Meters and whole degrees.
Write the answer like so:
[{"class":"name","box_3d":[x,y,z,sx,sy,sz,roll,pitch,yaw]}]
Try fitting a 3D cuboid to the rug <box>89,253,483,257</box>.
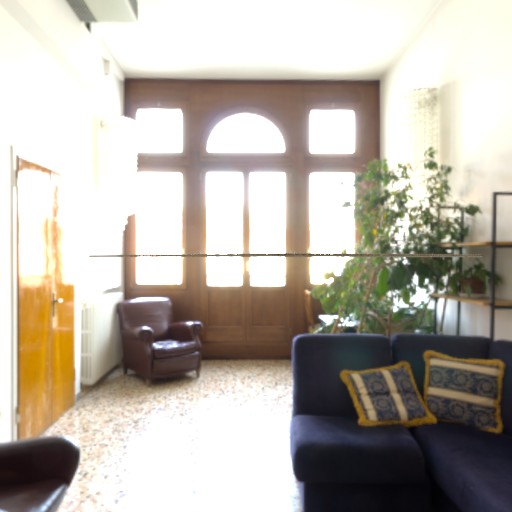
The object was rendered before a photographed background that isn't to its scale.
[{"class":"rug","box_3d":[0.000,0.000,2.978,1.521,0.015,2.280,0,0,-37]}]
